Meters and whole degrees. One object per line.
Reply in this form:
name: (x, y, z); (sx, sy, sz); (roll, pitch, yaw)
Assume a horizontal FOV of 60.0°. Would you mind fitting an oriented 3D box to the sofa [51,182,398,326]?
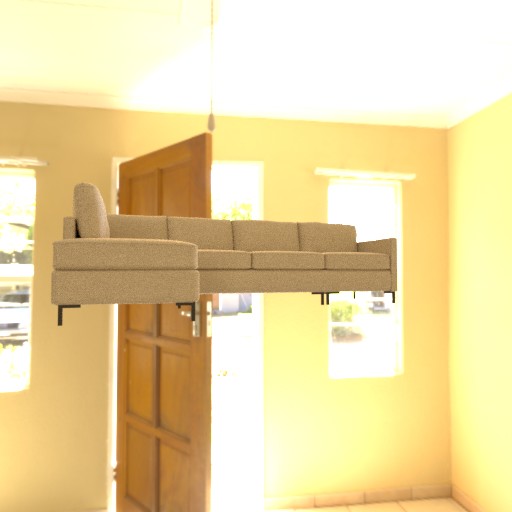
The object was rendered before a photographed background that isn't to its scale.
sofa: (0.000, 0.000, 4.266); (3.384, 0.996, 2.048); (1, -2, -18)
